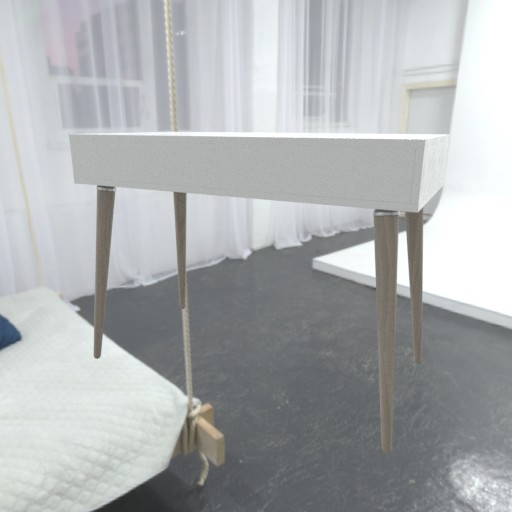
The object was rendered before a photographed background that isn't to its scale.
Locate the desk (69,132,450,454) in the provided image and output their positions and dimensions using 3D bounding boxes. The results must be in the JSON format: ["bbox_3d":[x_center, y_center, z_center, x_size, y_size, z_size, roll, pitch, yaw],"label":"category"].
[{"bbox_3d":[0.000,0.000,1.365,0.979,0.723,0.491,9,19,27],"label":"desk"}]
